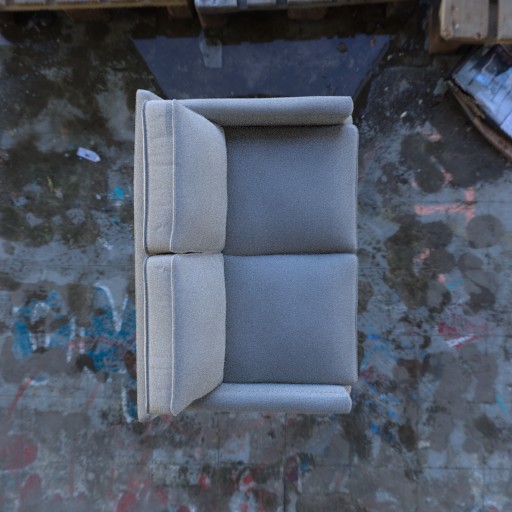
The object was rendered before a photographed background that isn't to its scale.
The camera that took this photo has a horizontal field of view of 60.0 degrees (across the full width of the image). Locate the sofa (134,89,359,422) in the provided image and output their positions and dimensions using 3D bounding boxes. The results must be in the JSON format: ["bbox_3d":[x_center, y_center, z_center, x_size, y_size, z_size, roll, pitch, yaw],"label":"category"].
[{"bbox_3d":[0.000,0.000,2.334,1.084,1.003,1.597,0,91,1],"label":"sofa"}]
